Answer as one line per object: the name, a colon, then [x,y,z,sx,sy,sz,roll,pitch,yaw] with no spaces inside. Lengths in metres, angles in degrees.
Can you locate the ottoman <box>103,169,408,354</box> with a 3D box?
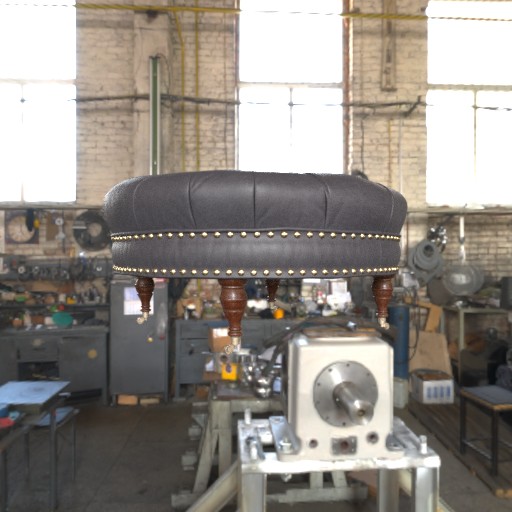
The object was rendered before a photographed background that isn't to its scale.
ottoman: [0.000,0.000,1.381,0.901,0.439,0.901,0,0,0]
